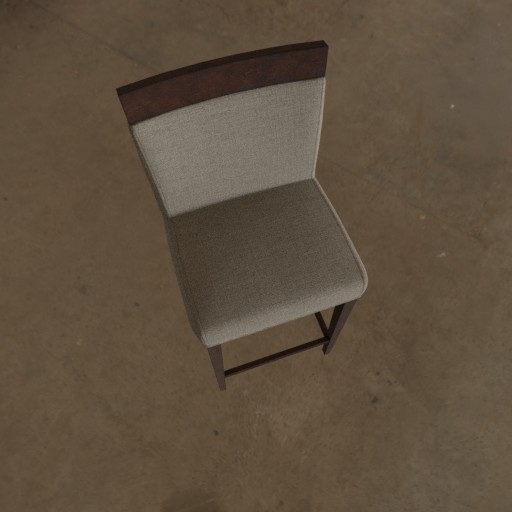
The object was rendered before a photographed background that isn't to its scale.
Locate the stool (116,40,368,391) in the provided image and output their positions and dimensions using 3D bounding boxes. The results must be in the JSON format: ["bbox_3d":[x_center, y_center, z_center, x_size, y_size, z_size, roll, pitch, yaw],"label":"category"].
[{"bbox_3d":[0.000,0.000,1.425,0.511,1.117,0.531,-17,64,-8],"label":"stool"}]
